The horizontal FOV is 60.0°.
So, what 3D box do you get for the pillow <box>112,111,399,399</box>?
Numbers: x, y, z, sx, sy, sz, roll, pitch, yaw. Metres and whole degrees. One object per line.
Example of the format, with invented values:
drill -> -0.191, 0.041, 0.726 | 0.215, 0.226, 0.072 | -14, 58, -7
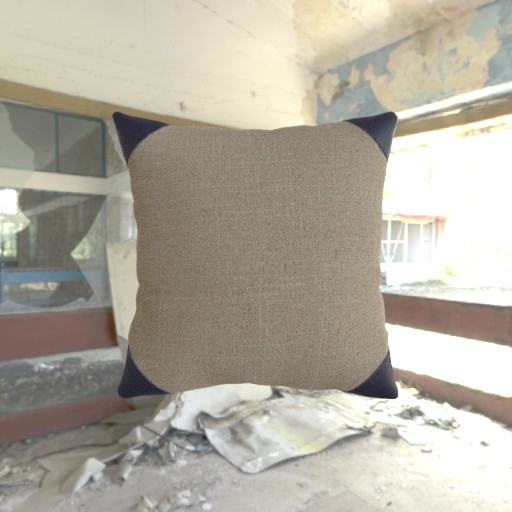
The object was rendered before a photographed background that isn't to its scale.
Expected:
pillow -> 0.000, 0.000, 0.676 | 0.440, 0.441, 0.147 | 0, 1, 0
